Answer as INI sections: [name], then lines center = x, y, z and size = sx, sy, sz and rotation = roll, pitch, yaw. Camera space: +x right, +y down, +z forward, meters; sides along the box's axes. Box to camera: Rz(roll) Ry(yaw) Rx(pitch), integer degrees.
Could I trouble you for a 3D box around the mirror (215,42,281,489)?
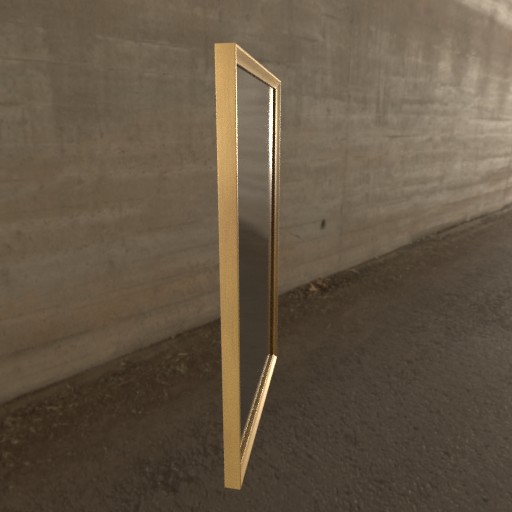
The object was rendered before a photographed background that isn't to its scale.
[mirror]
center = 0.000, 0.000, 1.159
size = 0.041, 0.915, 0.609
rotation = 3, 16, 10
